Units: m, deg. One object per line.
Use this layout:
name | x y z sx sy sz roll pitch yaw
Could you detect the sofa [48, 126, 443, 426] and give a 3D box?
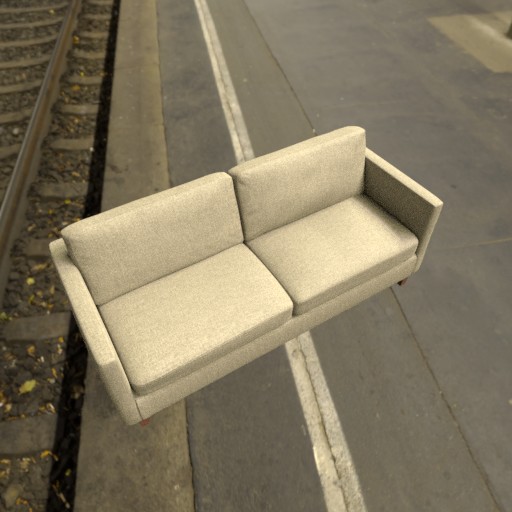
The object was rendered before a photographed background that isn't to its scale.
sofa | 0.000 0.000 2.797 2.208 0.960 0.956 -24 51 -21
